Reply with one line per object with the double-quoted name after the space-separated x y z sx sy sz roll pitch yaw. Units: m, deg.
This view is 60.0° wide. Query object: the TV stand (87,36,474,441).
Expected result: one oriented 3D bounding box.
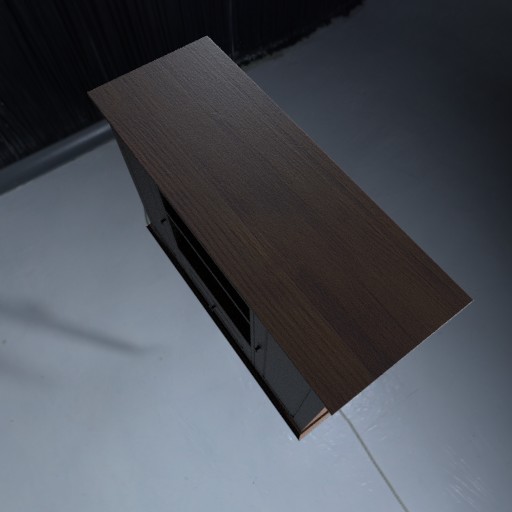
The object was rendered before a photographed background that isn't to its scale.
0.000 0.000 1.475 0.406 0.813 1.067 -33 68 -15 "TV stand"
